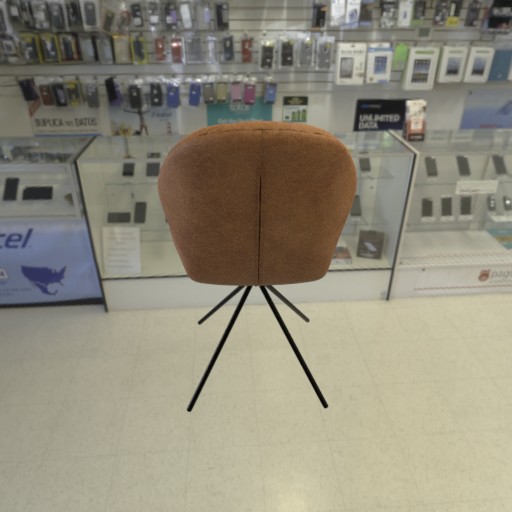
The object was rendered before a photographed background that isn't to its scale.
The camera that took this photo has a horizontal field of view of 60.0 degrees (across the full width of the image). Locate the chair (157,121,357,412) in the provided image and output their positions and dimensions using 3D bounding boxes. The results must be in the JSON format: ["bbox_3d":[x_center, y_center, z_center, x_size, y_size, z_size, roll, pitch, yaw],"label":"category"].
[{"bbox_3d":[0.000,0.000,1.326,0.527,0.929,0.640,-1,30,-2],"label":"chair"}]
